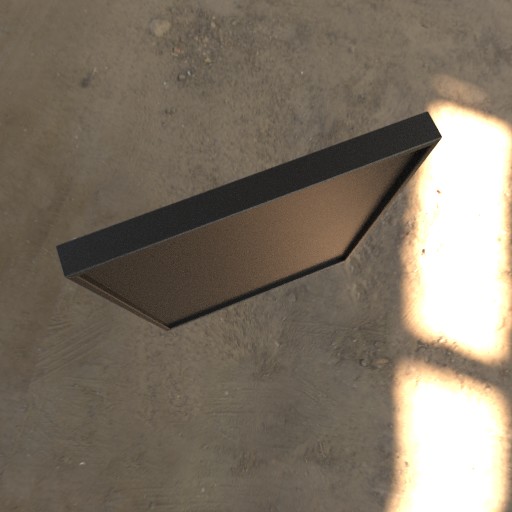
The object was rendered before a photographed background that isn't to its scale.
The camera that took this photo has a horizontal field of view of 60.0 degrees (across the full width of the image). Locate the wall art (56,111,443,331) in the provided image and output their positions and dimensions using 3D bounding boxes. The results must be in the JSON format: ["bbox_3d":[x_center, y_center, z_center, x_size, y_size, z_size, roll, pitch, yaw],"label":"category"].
[{"bbox_3d":[0.000,0.000,0.761,0.449,0.555,0.039,-21,76,-6],"label":"wall art"}]
